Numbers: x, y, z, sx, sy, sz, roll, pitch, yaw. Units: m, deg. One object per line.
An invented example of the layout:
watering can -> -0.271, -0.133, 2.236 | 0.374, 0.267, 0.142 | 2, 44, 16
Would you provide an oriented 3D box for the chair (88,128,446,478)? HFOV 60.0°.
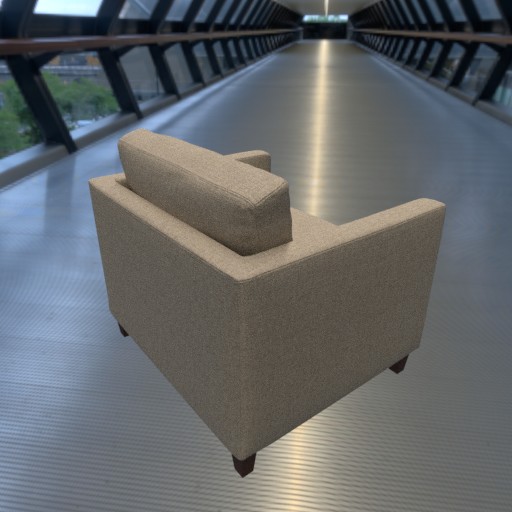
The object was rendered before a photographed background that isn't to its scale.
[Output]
chair -> 0.000, 0.000, 1.817 | 0.959, 0.961, 1.107 | -19, 32, -33
